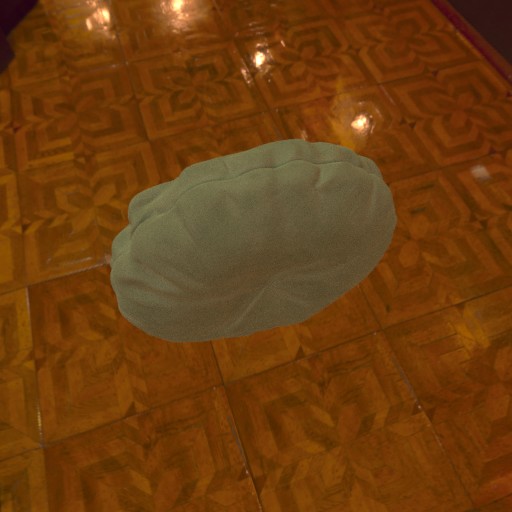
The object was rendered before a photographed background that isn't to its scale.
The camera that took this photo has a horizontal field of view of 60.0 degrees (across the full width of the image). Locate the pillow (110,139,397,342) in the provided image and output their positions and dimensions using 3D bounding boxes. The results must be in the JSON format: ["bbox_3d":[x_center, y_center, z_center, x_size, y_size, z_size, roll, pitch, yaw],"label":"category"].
[{"bbox_3d":[0.000,0.000,0.655,0.428,0.407,0.148,-15,61,-8],"label":"pillow"}]
